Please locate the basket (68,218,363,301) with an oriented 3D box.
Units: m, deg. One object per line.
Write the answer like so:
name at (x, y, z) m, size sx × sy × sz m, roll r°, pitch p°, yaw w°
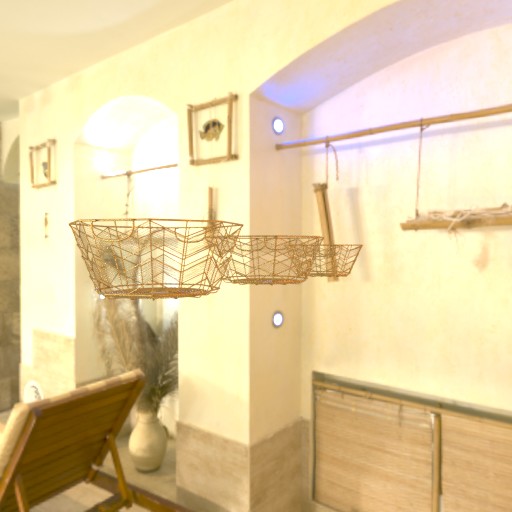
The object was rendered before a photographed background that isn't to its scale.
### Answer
basket at (0.000, 0.000, 1.439) m, size 0.432 × 0.178 × 1.245 m, roll 1°, pitch 2°, yaw 37°
